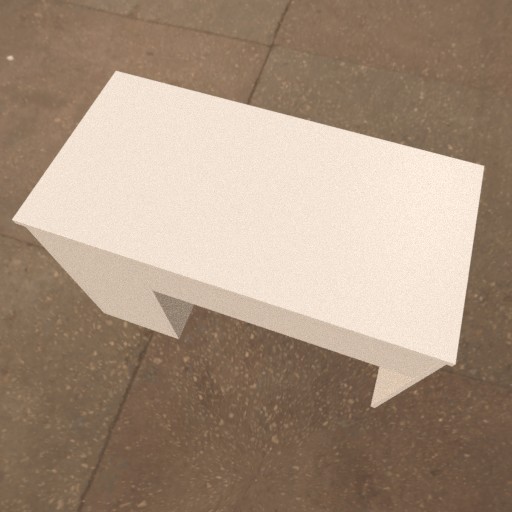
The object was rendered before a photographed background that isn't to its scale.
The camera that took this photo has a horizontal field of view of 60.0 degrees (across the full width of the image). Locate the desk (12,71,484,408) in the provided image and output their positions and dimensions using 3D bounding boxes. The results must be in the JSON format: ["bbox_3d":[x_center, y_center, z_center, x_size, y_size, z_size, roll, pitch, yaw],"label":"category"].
[{"bbox_3d":[0.000,0.000,1.473,1.097,0.735,0.560,17,64,9],"label":"desk"}]
